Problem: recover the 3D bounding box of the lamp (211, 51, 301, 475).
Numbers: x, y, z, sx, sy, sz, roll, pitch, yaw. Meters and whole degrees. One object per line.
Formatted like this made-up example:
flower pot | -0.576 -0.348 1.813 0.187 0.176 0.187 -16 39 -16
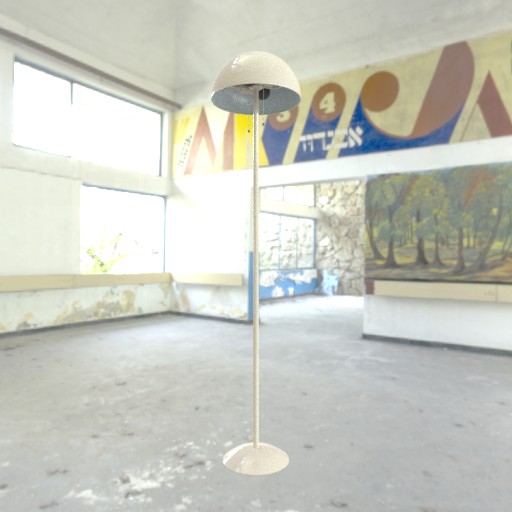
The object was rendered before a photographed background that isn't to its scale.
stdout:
lamp | 0.000 0.000 1.616 0.328 1.480 0.328 0 0 36
